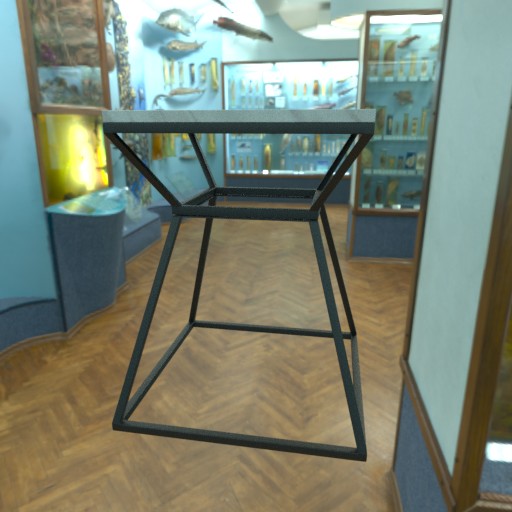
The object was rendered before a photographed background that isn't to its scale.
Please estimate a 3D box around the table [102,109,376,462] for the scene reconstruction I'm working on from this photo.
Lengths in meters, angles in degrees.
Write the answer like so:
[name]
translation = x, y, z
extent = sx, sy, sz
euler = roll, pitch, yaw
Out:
[table]
translation = 0.000, 0.000, 0.909
extent = 0.455, 0.559, 0.455
euler = 3, 17, 10
